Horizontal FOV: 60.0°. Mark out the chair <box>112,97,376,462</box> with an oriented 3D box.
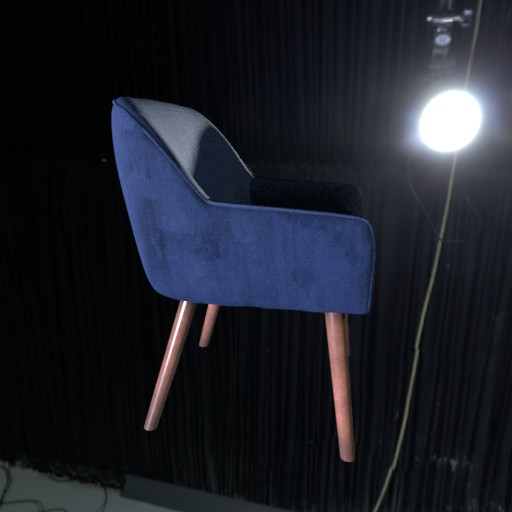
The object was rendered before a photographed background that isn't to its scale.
[{"bbox_3d":[0.000,0.000,1.232,0.600,0.820,0.600,3,16,10],"label":"chair"}]
